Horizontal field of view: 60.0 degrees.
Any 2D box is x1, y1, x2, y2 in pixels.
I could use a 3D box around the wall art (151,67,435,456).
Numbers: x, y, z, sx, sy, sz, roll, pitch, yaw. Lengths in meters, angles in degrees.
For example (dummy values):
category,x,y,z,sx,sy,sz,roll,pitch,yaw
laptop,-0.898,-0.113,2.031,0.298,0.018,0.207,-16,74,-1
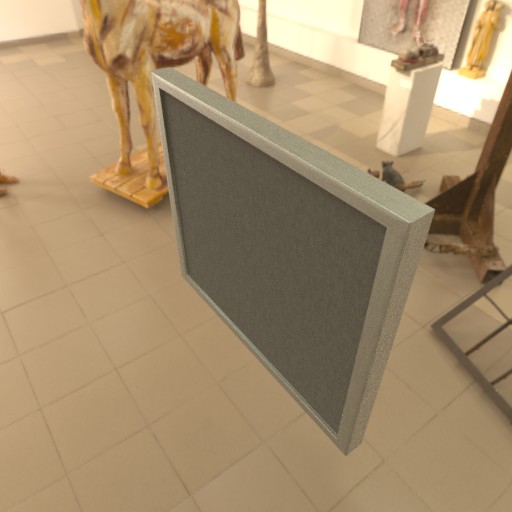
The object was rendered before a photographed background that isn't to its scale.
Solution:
category,x,y,z,sx,sy,sz,roll,pitch,yaw
wall art,0.000,0.000,0.522,0.028,0.330,0.380,-26,47,-27
